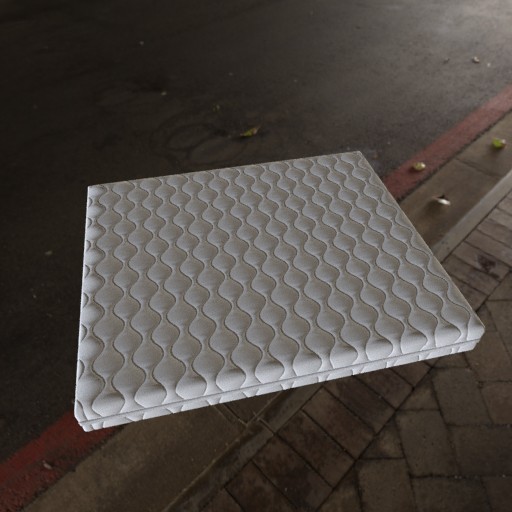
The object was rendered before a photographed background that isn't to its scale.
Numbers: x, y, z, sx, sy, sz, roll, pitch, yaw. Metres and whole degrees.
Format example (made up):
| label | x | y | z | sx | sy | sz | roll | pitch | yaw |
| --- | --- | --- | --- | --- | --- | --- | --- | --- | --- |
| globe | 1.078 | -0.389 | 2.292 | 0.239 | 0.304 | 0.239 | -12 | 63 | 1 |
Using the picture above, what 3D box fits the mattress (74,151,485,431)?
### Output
| label | x | y | z | sx | sy | sz | roll | pitch | yaw |
| --- | --- | --- | --- | --- | --- | --- | --- | --- | --- |
| mattress | 0.000 | 0.000 | 2.554 | 1.900 | 0.200 | 1.600 | -9 | 46 | -9 |
